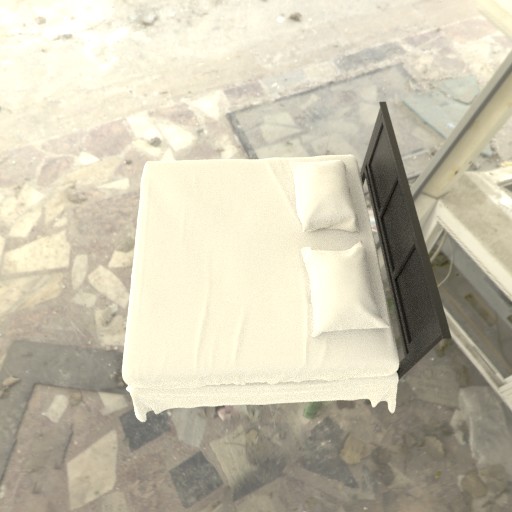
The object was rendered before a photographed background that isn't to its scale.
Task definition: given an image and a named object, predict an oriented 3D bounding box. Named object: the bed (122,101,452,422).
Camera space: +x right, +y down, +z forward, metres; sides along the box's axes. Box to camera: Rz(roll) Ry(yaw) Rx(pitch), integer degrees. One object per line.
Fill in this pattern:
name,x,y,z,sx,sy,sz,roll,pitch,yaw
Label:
bed,0.000,0.000,3.594,2.219,1.271,2.315,-2,60,-1
